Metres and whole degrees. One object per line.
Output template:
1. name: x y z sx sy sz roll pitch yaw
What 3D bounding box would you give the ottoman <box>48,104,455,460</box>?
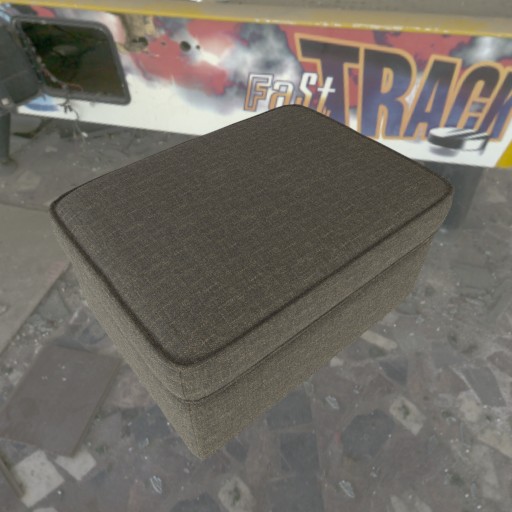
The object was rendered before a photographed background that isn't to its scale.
1. ottoman: 0.000 0.000 1.074 0.749 0.450 0.549 -30 53 -27
